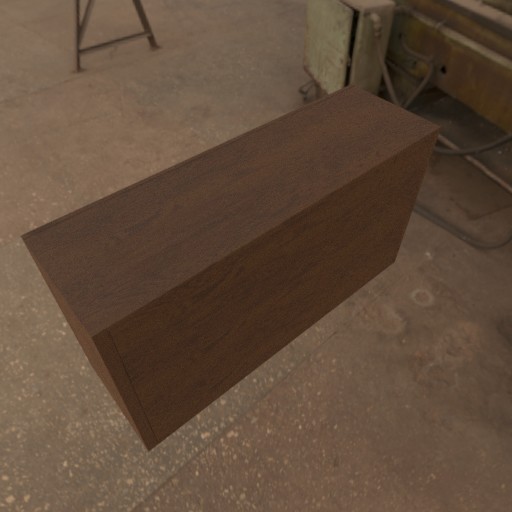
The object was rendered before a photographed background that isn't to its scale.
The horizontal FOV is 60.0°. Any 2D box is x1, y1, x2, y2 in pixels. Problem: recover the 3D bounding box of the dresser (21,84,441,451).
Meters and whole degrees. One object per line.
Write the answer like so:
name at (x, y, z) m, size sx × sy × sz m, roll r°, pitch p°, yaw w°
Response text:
dresser at (0.000, 0.000, 1.907) m, size 1.523 × 0.889 × 0.512 m, roll -32°, pitch 55°, yaw -26°
